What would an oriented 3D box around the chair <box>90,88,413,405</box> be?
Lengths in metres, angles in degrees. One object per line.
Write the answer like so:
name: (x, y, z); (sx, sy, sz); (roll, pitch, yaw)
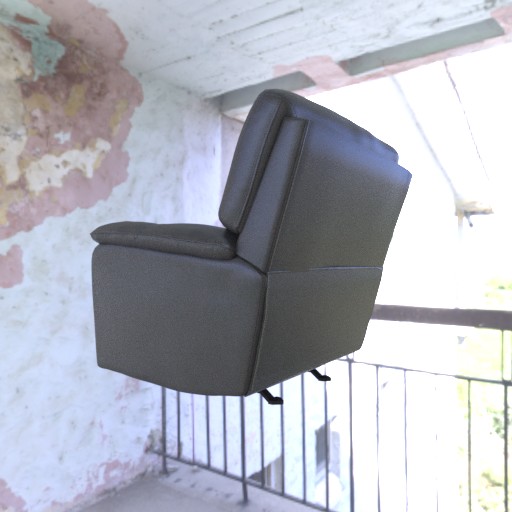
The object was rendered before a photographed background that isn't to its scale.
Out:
chair: (0.000, 0.000, 1.984); (1.087, 1.109, 1.096); (0, 0, 36)
